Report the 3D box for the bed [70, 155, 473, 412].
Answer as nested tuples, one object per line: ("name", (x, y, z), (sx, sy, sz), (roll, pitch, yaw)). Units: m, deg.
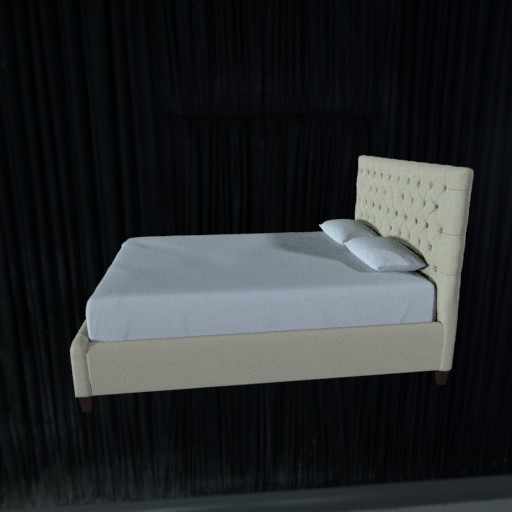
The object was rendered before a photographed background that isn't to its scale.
("bed", (0.000, 0.000, 3.405), (2.387, 1.427, 1.698), (-2, 15, -7))
